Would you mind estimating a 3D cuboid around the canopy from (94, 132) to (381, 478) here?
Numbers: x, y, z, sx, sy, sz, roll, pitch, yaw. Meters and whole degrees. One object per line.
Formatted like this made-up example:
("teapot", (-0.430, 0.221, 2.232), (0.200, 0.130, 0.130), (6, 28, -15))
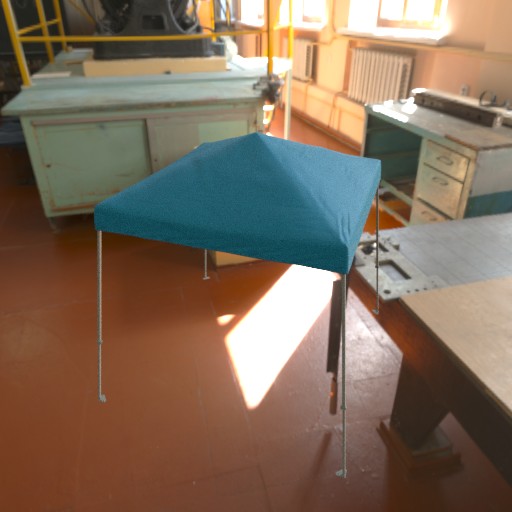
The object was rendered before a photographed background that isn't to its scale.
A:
("canopy", (0.000, 0.000, 5.150), (2.848, 2.849, 2.849), (10, 31, 17))
